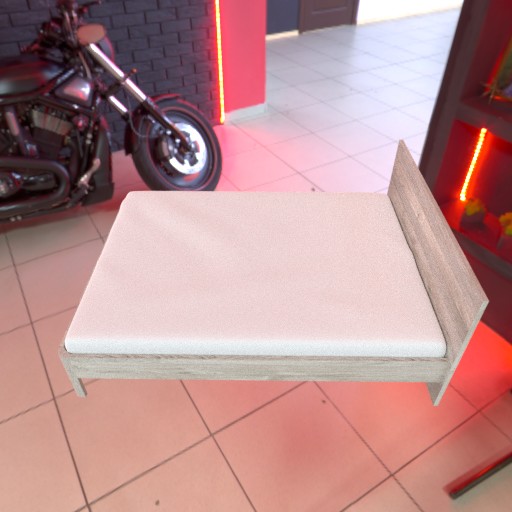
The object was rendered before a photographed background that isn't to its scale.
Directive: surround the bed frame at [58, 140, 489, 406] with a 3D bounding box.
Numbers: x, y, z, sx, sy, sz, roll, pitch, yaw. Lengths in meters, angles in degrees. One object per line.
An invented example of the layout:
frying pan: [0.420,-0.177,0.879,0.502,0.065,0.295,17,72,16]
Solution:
bed frame: [0.000,0.000,2.672,1.950,0.800,1.490,0,40,1]
